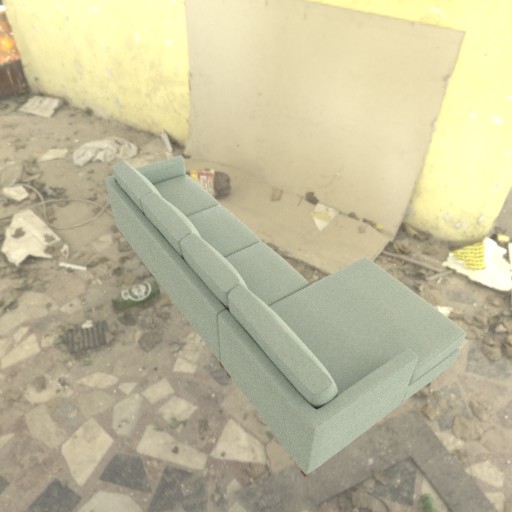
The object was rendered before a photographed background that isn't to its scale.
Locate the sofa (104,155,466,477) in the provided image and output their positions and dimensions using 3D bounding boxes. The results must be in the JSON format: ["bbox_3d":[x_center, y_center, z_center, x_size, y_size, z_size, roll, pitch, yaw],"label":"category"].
[{"bbox_3d":[0.000,0.000,4.150,1.600,0.953,3.470,-24,46,-26],"label":"sofa"}]
